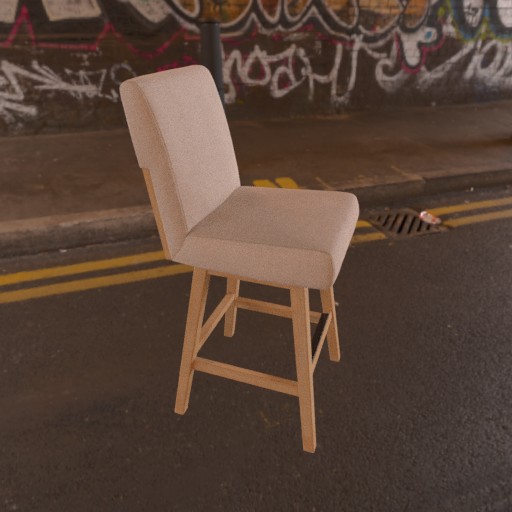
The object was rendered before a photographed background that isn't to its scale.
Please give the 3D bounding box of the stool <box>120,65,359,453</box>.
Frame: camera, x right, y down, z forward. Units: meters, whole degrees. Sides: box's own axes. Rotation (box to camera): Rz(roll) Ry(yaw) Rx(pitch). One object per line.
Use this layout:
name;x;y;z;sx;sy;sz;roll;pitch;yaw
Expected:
stool;0.000;0.000;1.325;0.543;1.015;0.446;10;30;17
